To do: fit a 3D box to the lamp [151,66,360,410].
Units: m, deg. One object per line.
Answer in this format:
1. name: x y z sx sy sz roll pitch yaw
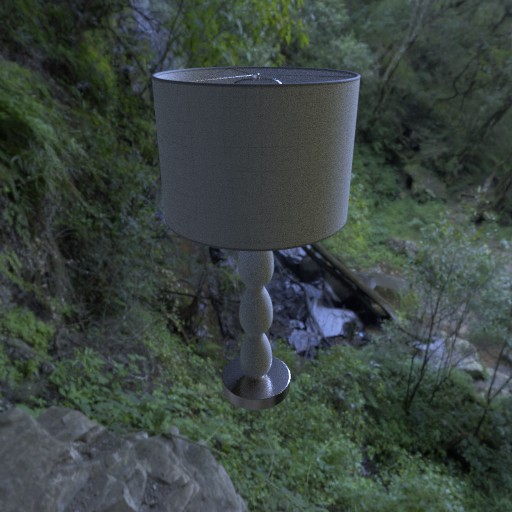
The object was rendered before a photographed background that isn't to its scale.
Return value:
1. lamp: 0.000 0.000 0.732 0.282 0.559 0.280 -9 28 -17
